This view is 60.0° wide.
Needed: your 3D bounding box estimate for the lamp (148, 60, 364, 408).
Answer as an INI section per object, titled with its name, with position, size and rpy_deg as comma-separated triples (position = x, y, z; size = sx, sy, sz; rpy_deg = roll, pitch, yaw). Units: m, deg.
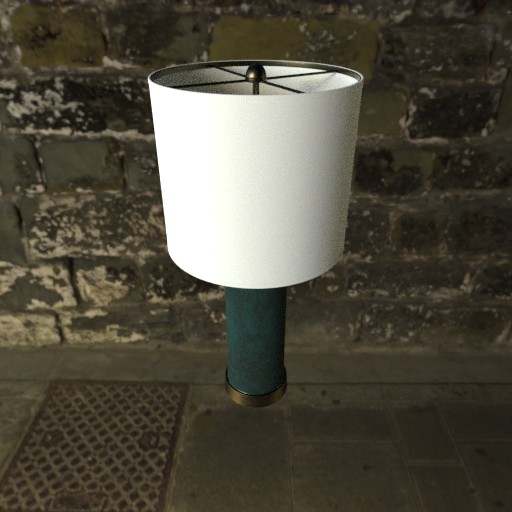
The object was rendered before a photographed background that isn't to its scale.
[lamp]
position = 0.000, 0.000, 0.784
size = 0.301, 0.630, 0.301
rpy_deg = 8, 32, 13
